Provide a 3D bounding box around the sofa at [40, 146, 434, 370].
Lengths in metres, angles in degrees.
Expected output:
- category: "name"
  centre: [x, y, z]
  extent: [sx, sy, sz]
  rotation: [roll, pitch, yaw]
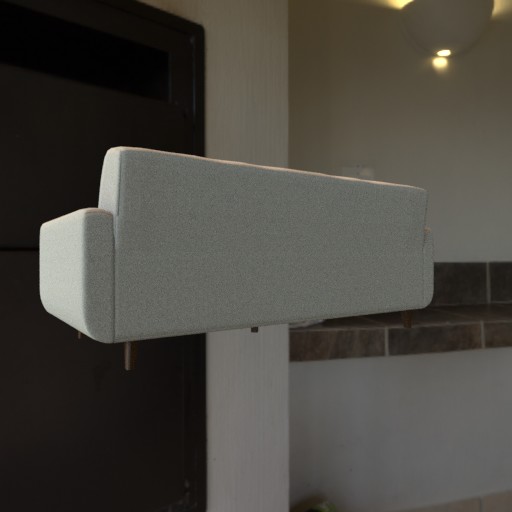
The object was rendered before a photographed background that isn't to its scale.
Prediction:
- category: "sofa"
  centre: [0.000, 0.000, 2.564]
  extent: [2.137, 0.892, 0.980]
  rotation: [0, 0, -35]
